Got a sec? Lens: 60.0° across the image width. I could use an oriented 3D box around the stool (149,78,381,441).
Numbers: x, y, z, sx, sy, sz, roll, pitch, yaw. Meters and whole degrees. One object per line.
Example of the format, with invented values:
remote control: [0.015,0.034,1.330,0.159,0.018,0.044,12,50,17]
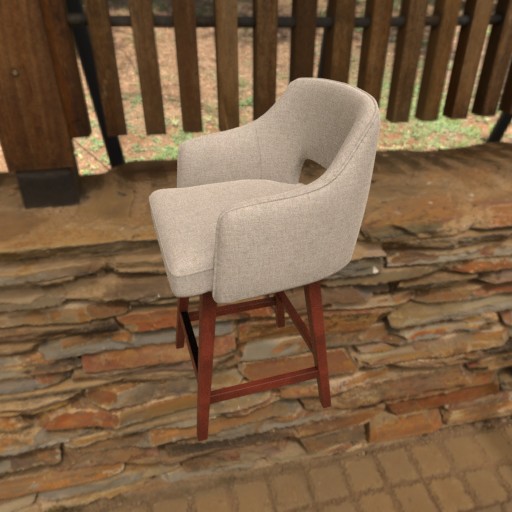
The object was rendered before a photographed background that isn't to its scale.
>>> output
stool: [0.000,0.000,1.331,0.558,0.944,0.599,-9,32,-15]
